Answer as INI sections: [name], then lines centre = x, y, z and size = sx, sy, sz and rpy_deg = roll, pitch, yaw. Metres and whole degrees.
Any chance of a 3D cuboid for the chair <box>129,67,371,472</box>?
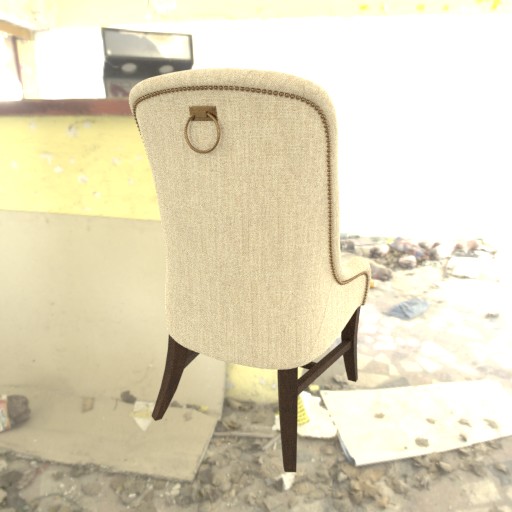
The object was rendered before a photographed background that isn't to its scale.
[chair]
centre = 0.000, 0.000, 1.461
size = 0.634, 1.091, 0.629
rpy_deg = 9, 19, 27
